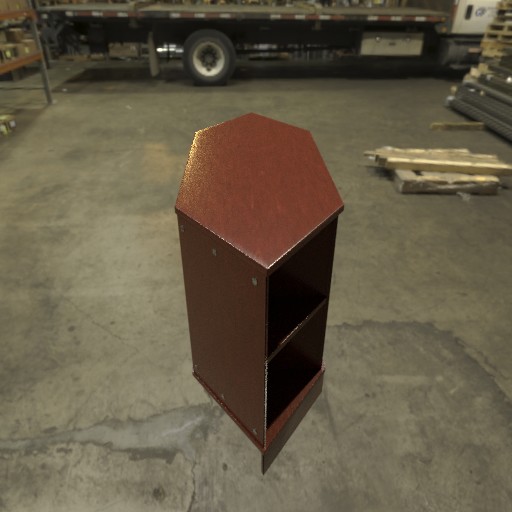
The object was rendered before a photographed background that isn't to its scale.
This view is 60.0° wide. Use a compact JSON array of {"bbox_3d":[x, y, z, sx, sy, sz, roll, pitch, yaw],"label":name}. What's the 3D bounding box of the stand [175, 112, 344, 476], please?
[{"bbox_3d":[0.000,0.000,1.384,0.381,0.614,1.072,-1,32,-2],"label":"stand"}]
